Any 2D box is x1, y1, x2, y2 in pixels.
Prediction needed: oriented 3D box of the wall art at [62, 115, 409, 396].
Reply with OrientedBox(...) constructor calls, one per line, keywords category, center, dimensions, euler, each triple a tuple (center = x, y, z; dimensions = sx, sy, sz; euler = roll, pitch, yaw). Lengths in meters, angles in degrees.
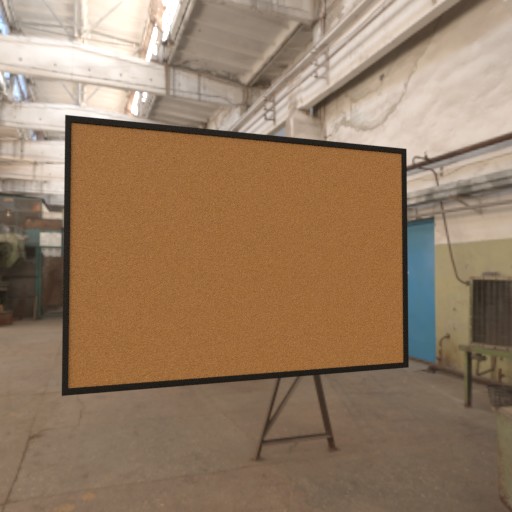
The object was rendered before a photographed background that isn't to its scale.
OrientedBox(category="wall art", center=(0.000, 0.000, 0.832), dimensions=(0.664, 0.458, 0.013), euler=(1, -2, -18))
